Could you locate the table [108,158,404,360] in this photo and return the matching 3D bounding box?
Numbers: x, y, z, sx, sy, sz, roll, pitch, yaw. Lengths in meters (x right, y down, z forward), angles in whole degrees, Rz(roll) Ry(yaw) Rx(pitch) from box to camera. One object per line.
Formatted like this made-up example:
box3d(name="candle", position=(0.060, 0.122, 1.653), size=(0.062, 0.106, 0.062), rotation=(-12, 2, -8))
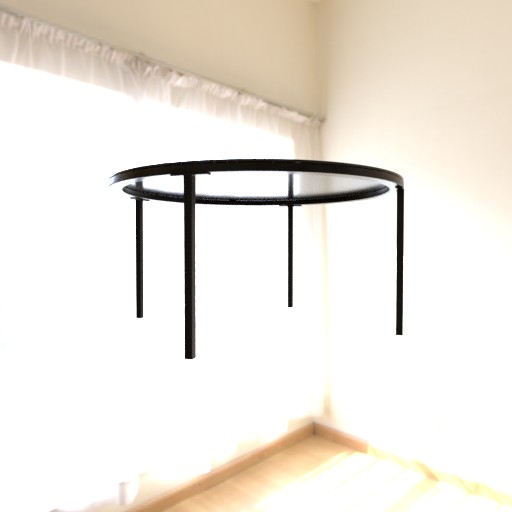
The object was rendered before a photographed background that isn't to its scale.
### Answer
box3d(name="table", position=(0.000, 0.000, 1.266), size=(0.800, 0.400, 0.800), rotation=(0, 1, 0))
